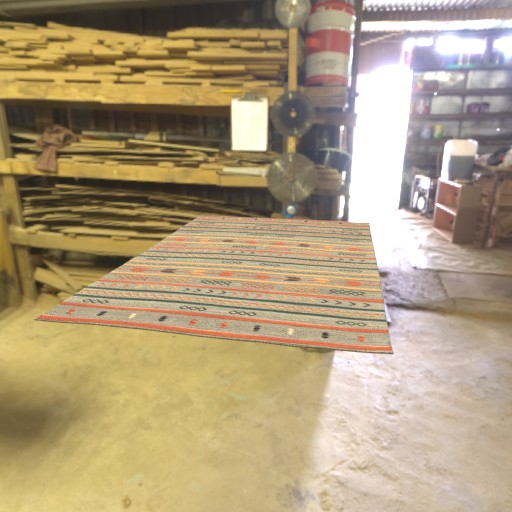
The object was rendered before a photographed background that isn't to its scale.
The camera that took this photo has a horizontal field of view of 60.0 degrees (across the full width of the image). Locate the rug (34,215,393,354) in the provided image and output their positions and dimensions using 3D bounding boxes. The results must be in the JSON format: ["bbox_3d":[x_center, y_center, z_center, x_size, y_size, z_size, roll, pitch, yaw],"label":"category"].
[{"bbox_3d":[0.000,0.000,2.295,1.220,0.017,1.835,3,17,11],"label":"rug"}]
